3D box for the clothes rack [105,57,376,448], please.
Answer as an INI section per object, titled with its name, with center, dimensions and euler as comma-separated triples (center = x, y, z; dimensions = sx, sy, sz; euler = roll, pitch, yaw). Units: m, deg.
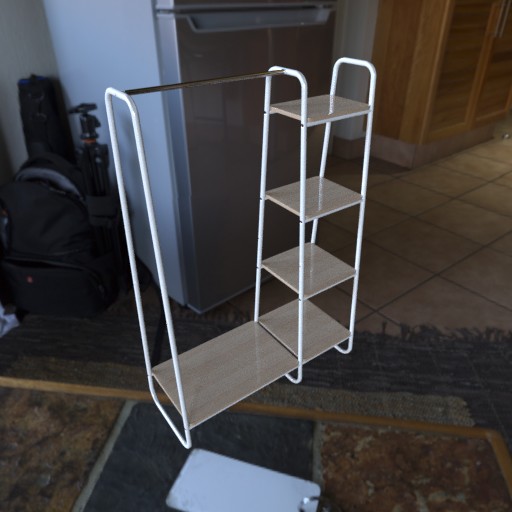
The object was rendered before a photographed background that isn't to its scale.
[clothes rack]
center = 0.000, 0.000, 1.932
dimensions = 1.011, 1.500, 0.400
euler = -21, 38, -30
